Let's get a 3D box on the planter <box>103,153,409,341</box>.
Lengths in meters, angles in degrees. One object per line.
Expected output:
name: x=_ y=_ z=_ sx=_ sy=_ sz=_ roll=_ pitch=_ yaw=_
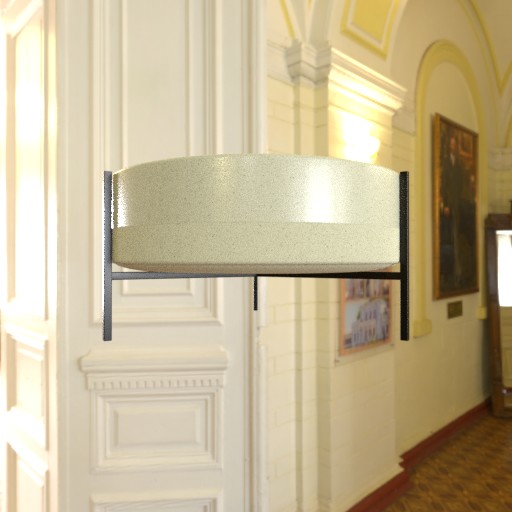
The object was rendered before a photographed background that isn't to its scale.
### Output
planter: x=0.000 y=0.000 z=0.536 sx=0.336 sy=0.171 sz=0.345 roll=0 pitch=0 yaw=0
